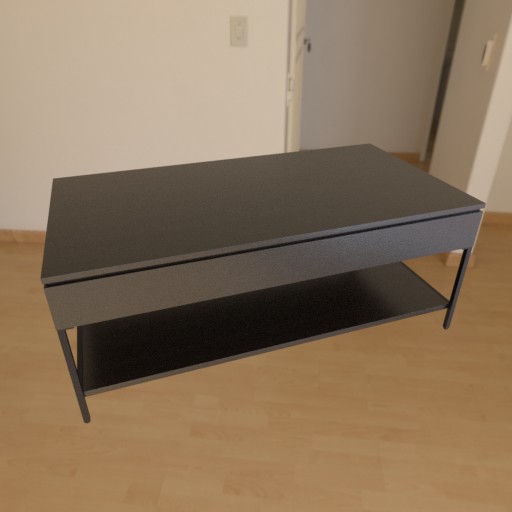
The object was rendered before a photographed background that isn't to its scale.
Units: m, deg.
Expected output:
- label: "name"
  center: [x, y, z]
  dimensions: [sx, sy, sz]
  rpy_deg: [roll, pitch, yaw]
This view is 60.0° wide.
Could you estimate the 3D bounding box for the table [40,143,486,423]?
- label: "table"
  center: [0.000, 0.000, 1.367]
  dimensions: [1.095, 0.435, 0.574]
  rpy_deg: [-10, 32, -16]
